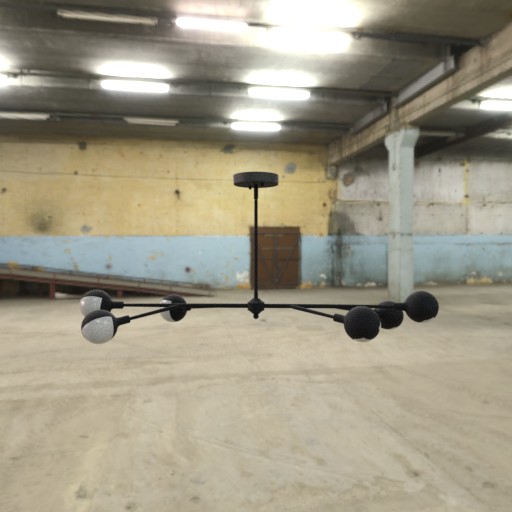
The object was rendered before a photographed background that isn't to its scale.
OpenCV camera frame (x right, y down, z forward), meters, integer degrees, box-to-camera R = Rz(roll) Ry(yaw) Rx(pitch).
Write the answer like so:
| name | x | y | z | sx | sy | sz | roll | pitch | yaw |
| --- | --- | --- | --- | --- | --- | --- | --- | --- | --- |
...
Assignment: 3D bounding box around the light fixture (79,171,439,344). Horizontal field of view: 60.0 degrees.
| name | x | y | z | sx | sy | sz | roll | pitch | yaw |
| --- | --- | --- | --- | --- | --- | --- | --- | --- | --- |
| light fixture | 0.000 | 0.000 | 0.999 | 0.778 | 0.362 | 0.434 | 0 | 1 | 18 |
